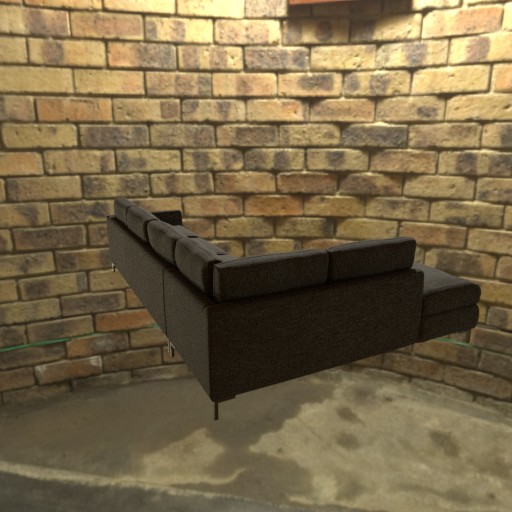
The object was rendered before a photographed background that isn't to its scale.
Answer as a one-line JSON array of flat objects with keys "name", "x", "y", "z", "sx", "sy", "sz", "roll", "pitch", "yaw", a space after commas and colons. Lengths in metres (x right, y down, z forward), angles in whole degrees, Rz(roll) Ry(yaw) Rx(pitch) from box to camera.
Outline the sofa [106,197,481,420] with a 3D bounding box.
[{"name": "sofa", "x": 0.000, "y": 0.000, "z": 3.837, "sx": 2.007, "sy": 0.815, "sz": 2.949, "roll": -8, "pitch": 17, "yaw": -26}]
